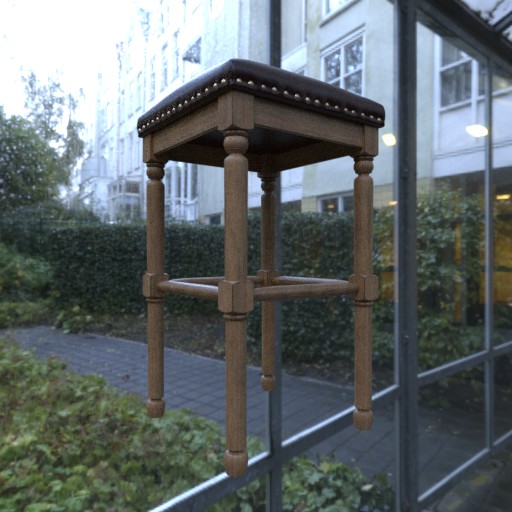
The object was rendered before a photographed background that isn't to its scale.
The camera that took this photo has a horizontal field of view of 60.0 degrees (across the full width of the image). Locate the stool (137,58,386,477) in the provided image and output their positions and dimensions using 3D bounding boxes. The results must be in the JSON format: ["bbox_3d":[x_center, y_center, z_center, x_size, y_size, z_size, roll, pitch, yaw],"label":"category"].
[{"bbox_3d":[0.000,0.000,0.940,0.382,0.702,0.383,0,0,-37],"label":"stool"}]
